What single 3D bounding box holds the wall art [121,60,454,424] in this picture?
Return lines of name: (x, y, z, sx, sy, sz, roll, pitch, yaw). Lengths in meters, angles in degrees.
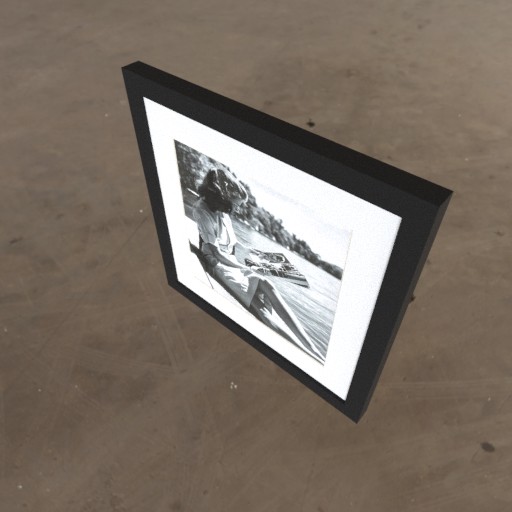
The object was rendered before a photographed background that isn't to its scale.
wall art: (0.000, 0.000, 0.676, 0.462, 0.458, 0.030, 31, 53, 27)
